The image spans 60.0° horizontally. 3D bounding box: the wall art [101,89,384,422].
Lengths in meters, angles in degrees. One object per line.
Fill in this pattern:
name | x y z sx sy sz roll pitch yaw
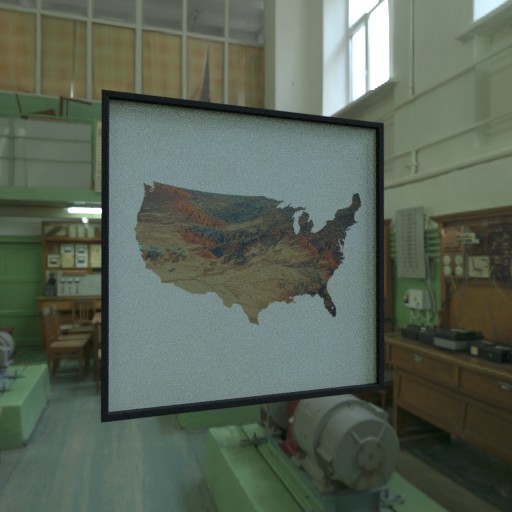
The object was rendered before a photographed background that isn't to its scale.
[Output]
wall art | 0.000 0.000 1.156 0.762 0.762 0.038 0 0 -19
